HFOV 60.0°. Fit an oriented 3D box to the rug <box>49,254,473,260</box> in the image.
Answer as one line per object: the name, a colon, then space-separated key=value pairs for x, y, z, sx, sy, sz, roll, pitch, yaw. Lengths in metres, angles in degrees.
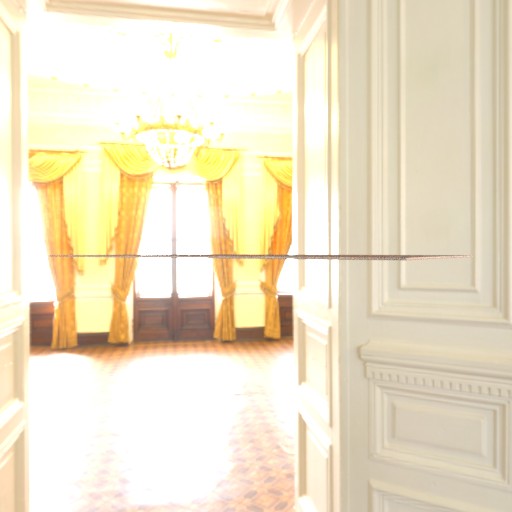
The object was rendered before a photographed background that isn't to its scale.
rug: x=0.000 y=0.000 z=3.003 sx=2.439 sy=0.011 sz=1.533 roll=0 pitch=1 yaw=35
